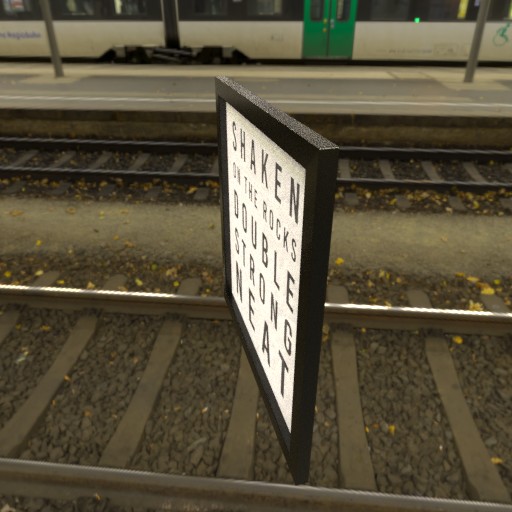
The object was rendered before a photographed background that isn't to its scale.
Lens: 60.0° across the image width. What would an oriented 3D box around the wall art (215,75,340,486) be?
[{"bbox_3d":[0.000,0.000,0.516,0.014,0.349,0.349,-8,30,-14],"label":"wall art"}]
